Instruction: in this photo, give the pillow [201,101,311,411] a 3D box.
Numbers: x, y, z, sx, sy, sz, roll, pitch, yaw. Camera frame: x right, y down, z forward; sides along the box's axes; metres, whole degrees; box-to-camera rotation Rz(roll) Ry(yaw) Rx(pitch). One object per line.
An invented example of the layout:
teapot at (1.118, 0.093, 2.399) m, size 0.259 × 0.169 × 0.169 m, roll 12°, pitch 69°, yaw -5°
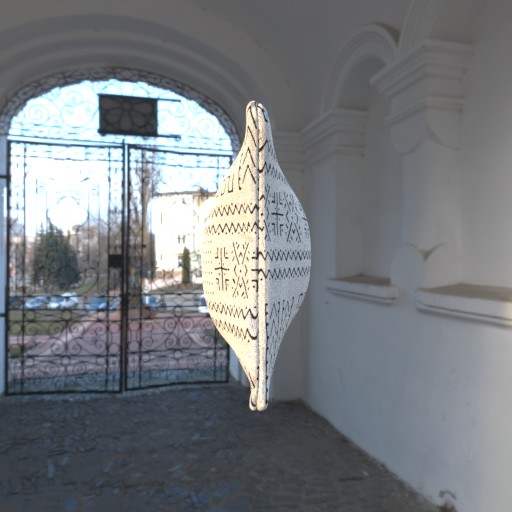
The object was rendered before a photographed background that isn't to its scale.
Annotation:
pillow at (0.000, 0.000, 0.806) m, size 0.188 × 0.352 × 0.637 m, roll 0°, pitch 0°, yaw 1°
